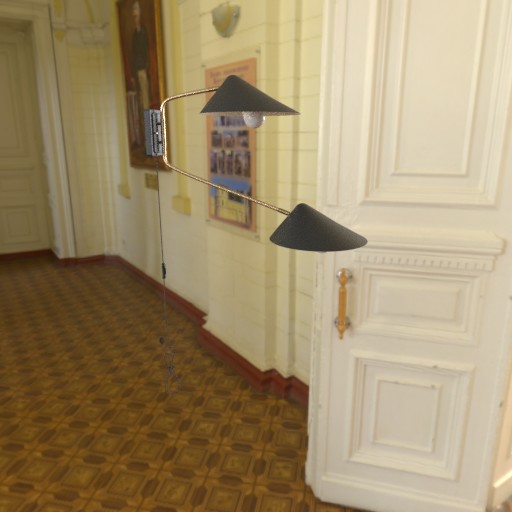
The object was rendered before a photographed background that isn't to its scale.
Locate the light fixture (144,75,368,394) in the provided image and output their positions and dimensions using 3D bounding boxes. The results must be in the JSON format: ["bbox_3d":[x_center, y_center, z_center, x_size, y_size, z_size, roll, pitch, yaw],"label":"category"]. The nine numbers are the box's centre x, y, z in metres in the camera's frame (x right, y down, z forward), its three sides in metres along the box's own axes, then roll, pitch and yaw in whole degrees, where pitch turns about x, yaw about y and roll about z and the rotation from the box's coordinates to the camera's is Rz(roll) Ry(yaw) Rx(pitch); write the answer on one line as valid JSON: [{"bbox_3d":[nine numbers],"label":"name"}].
[{"bbox_3d":[0.000,0.000,0.871,0.422,0.665,0.189,3,16,11],"label":"light fixture"}]
